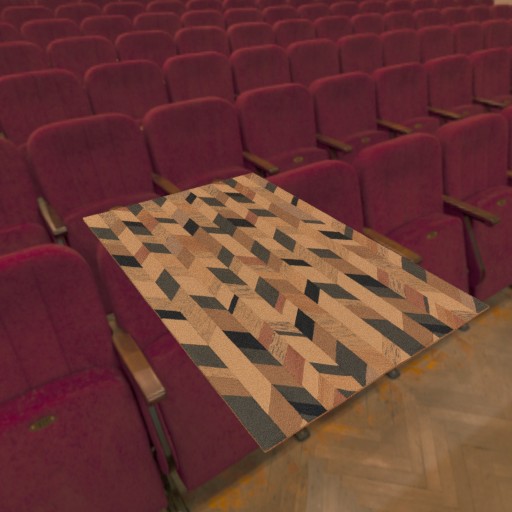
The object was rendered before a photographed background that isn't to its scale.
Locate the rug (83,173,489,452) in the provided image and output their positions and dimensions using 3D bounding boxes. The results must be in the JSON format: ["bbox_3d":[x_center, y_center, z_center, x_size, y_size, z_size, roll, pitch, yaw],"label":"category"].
[{"bbox_3d":[0.000,0.000,2.236,1.202,0.006,1.813,-21,38,-29],"label":"rug"}]
